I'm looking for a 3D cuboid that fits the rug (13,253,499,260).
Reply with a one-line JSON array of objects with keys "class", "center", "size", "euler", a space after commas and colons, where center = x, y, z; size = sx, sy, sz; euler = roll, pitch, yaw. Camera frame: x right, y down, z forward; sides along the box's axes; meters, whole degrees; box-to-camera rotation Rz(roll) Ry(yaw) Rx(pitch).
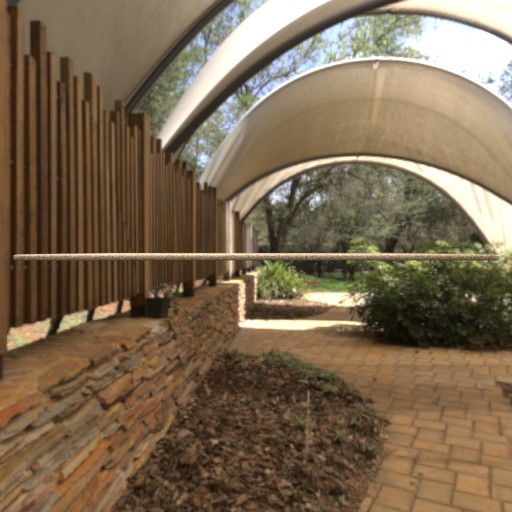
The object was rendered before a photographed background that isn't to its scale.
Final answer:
[{"class": "rug", "center": [0.000, 0.000, 2.969], "size": [2.438, 0.030, 1.524], "euler": [0, 1, -1]}]
